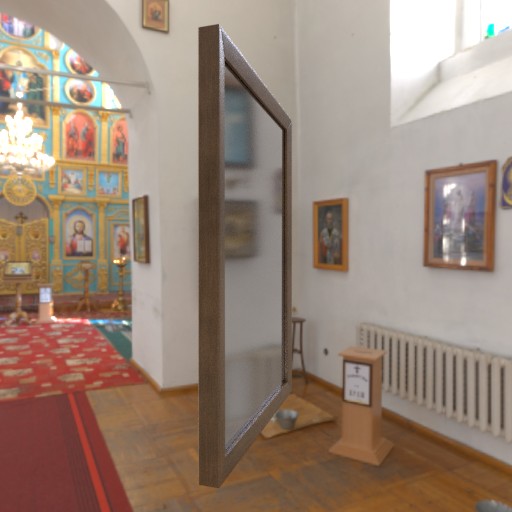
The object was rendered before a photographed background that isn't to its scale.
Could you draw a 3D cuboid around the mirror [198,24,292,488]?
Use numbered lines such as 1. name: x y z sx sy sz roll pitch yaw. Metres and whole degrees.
1. mirror: 0.000 0.000 0.925 0.040 0.710 0.507 0 0 17
